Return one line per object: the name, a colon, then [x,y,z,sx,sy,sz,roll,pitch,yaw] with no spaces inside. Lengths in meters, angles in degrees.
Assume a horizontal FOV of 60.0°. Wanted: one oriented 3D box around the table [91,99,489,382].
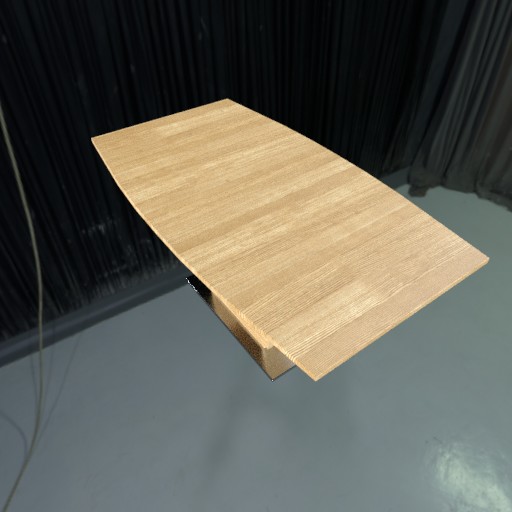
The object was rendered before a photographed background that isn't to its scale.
table: [0.000,0.000,2.044,0.900,0.748,1.598,-26,48,-26]
